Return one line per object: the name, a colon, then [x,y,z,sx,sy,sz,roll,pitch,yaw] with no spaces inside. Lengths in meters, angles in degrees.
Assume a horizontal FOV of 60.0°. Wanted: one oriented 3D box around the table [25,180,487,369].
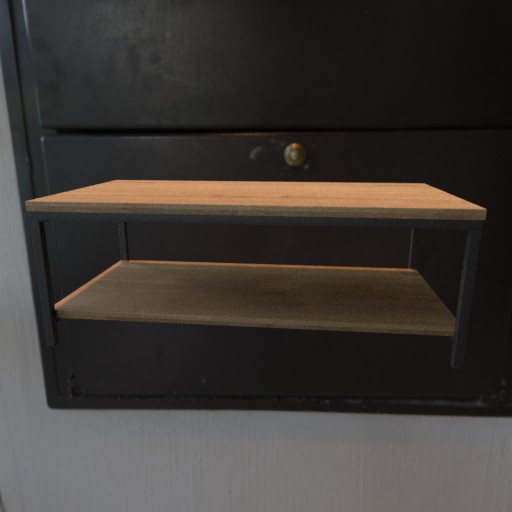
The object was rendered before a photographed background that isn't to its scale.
table: [0.000,0.000,1.365,1.100,0.399,0.551,2,15,6]
